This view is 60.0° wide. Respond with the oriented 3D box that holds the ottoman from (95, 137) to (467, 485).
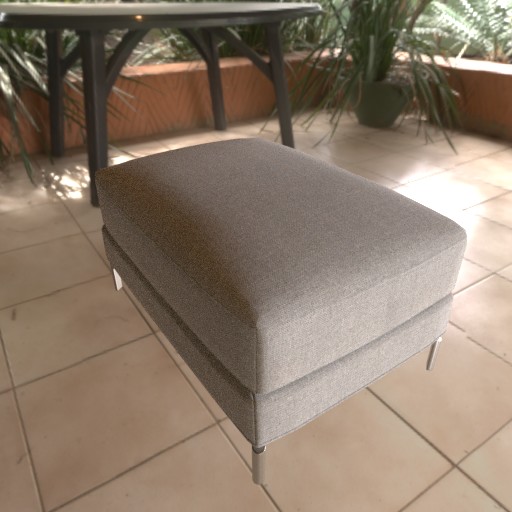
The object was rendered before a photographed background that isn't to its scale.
[{"bbox_3d":[0.000,0.000,1.165,0.584,0.457,0.838,-20,37,-29],"label":"ottoman"}]
